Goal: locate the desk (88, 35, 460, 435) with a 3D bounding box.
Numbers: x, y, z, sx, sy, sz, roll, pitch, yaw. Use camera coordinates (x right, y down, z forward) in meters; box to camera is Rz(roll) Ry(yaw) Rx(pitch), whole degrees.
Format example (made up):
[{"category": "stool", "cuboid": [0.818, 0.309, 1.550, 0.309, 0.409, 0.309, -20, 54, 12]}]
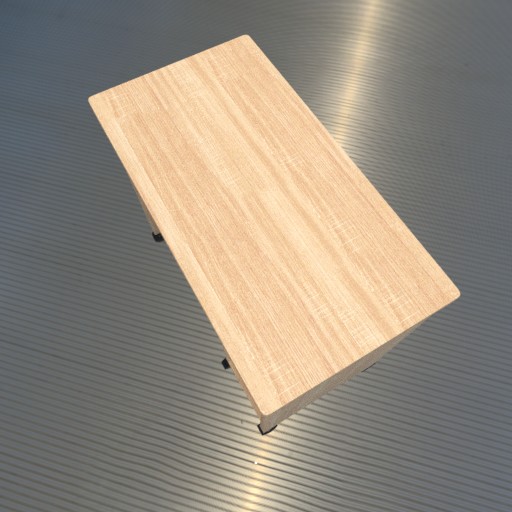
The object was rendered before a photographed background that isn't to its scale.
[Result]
[{"category": "desk", "cuboid": [0.000, 0.000, 1.361, 0.480, 0.770, 0.884, -28, 68, -12]}]
